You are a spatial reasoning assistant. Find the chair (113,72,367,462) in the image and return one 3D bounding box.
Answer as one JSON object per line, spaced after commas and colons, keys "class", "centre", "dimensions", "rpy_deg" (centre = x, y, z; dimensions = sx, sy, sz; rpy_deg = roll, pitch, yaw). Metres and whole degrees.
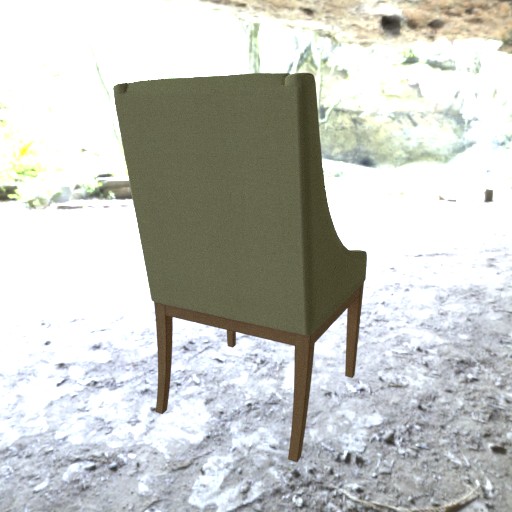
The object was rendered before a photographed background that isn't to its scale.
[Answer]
{"class": "chair", "centre": [0.000, 0.000, 1.414], "dimensions": [0.575, 1.021, 0.611], "rpy_deg": [8, 18, 26]}
